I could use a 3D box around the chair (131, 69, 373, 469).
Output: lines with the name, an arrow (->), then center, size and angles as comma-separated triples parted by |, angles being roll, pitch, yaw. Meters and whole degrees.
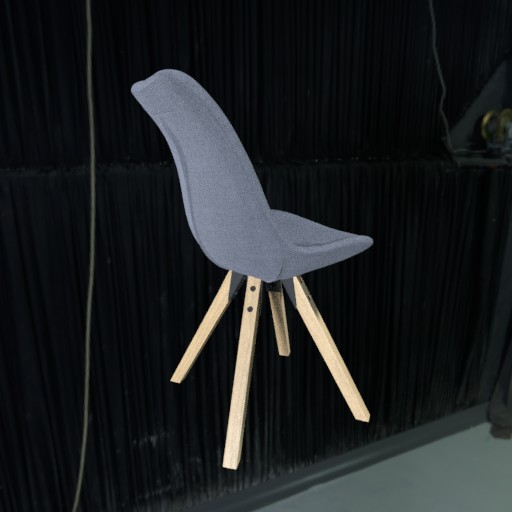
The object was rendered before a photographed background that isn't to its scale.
chair -> 0.000, 0.000, 1.160 | 0.550, 0.850, 0.485 | -7, 16, -26
